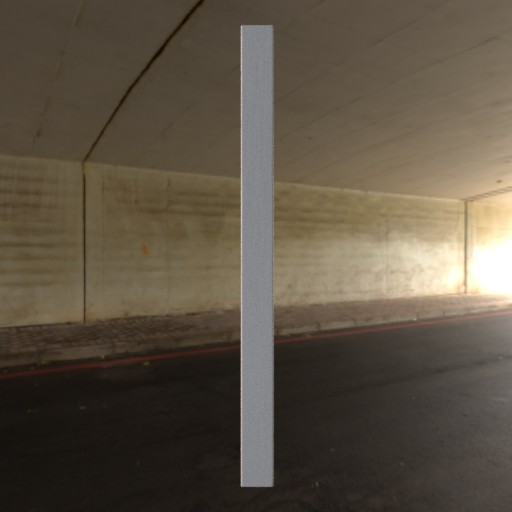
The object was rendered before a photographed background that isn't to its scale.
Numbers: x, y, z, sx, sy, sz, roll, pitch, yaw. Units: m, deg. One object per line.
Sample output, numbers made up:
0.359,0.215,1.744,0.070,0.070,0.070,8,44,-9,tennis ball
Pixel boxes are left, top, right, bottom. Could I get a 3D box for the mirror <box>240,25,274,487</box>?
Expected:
0.000,0.000,0.690,0.041,0.508,0.405,0,0,0,mirror
